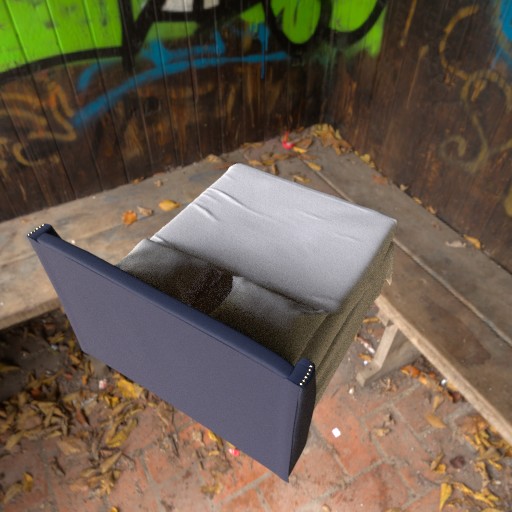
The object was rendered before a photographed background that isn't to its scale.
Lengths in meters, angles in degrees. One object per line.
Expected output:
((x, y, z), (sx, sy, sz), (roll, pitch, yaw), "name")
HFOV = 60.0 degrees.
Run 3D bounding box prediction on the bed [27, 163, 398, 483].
((0.000, 0.000, 3.462), (1.925, 1.332, 2.276), (24, 50, 22), "bed")
